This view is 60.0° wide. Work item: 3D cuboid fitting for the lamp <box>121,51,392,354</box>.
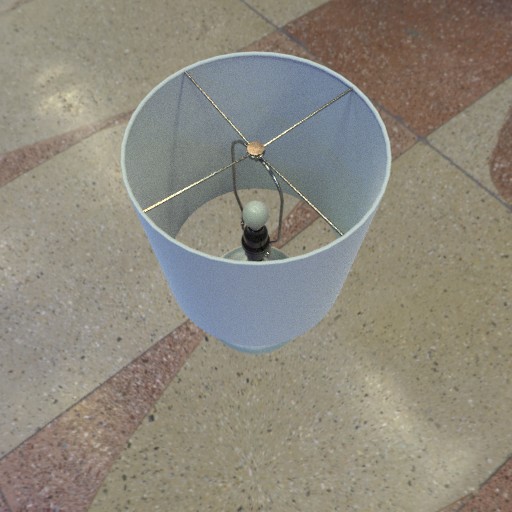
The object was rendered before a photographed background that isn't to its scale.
[{"bbox_3d":[0.000,0.000,0.537,0.217,0.404,0.217,-34,68,-16],"label":"lamp"}]
